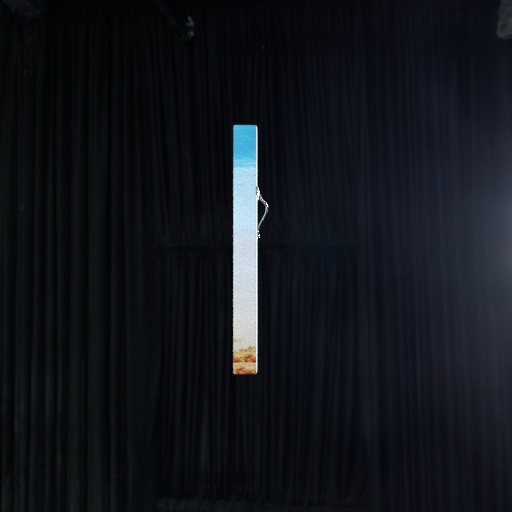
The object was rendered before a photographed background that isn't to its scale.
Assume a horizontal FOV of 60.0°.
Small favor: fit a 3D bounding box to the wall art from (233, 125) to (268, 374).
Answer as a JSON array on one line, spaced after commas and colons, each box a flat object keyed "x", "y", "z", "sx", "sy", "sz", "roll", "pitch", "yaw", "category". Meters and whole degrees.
[{"x": 0.000, "y": 0.000, "z": 0.829, "sx": 0.044, "sy": 0.254, "sz": 0.759, "roll": 0, "pitch": -1, "yaw": 0, "category": "wall art"}]
